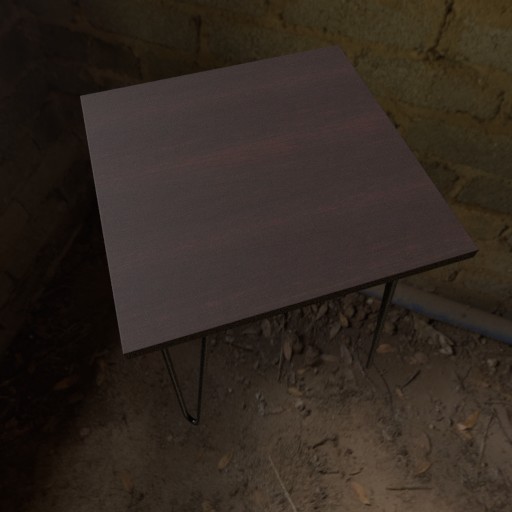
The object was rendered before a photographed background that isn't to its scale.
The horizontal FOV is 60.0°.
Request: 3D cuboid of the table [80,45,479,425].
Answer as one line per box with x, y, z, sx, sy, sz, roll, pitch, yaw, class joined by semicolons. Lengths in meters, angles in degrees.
0.000;0.000;0.938;0.495;0.559;0.495;-15;60;-9;table
